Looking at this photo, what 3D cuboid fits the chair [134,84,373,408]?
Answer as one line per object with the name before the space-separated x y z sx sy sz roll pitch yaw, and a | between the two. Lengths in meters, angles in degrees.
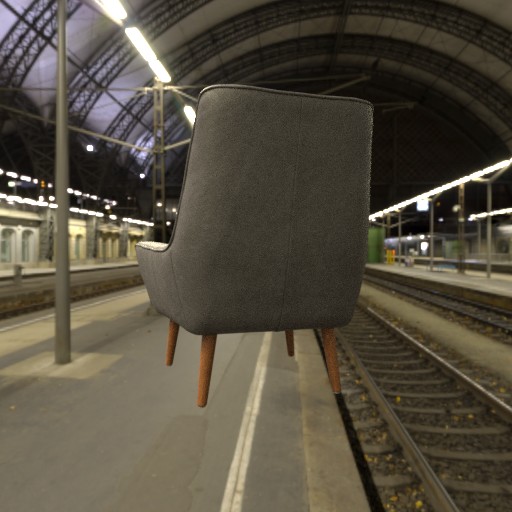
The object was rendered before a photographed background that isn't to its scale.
chair | 0.000 0.000 1.536 0.787 0.888 0.822 0 1 -17
